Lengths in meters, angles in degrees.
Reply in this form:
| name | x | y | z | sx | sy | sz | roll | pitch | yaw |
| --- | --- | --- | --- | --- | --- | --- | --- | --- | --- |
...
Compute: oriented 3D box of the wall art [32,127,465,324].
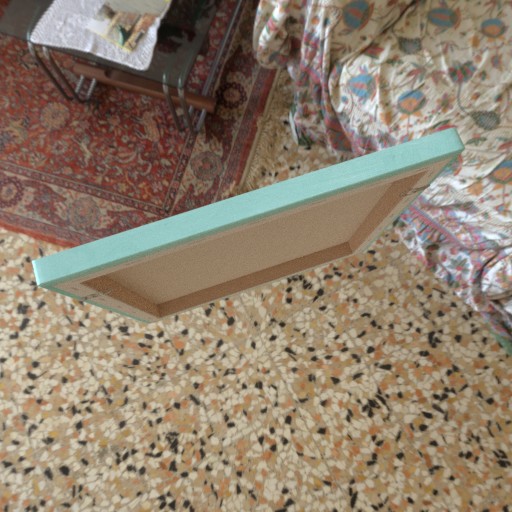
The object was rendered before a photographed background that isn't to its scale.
| name | x | y | z | sx | sy | sz | roll | pitch | yaw |
| --- | --- | --- | --- | --- | --- | --- | --- | --- | --- |
| wall art | 0.000 | 0.000 | 1.125 | 0.765 | 0.766 | 0.054 | -18 | 77 | -4 |
